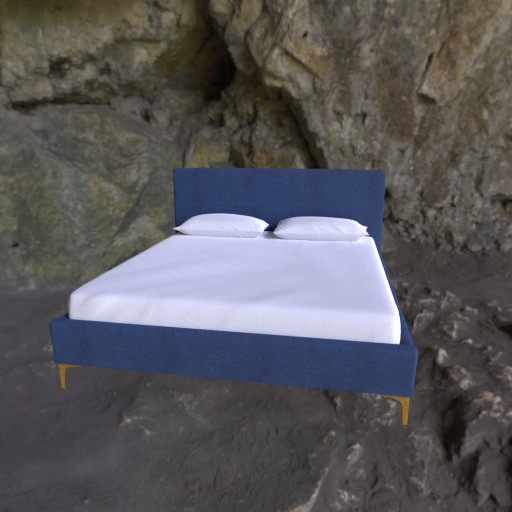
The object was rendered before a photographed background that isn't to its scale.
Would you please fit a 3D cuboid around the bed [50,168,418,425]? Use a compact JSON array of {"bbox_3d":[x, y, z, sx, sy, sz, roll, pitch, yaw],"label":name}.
[{"bbox_3d":[0.000,0.000,3.457,2.096,1.231,2.232,3,15,10],"label":"bed"}]
